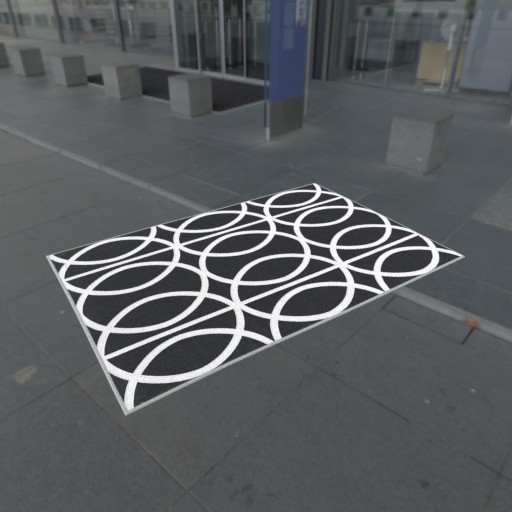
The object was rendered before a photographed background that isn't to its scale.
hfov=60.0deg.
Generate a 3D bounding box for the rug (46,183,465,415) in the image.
[{"bbox_3d":[0.000,0.000,2.898,2.290,0.014,1.526,-19,36,-28],"label":"rug"}]
